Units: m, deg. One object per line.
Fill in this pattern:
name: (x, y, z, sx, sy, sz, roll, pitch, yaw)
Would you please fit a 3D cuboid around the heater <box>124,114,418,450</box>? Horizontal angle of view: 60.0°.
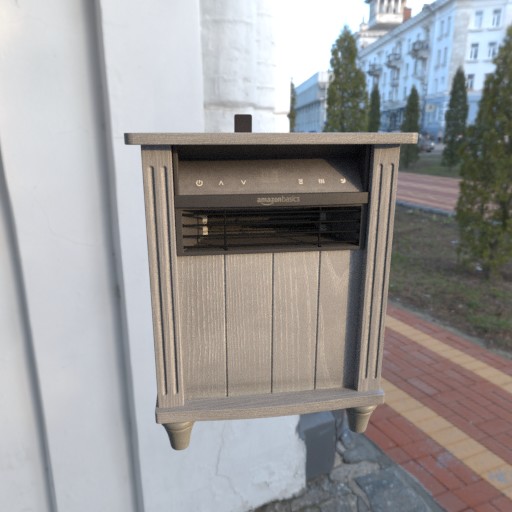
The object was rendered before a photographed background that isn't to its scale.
heater: (0.000, 0.000, 0.767, 0.362, 0.481, 0.400, -2, 16, -8)
